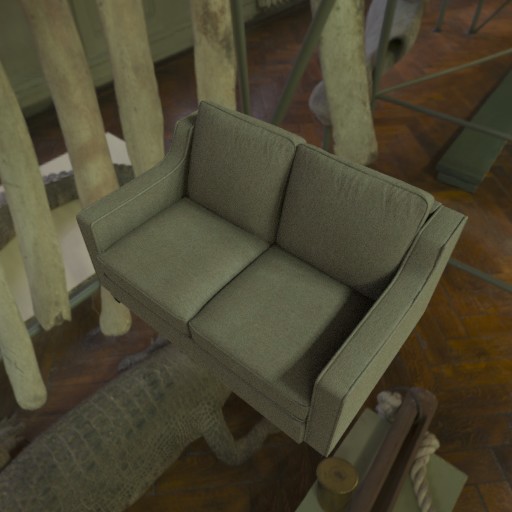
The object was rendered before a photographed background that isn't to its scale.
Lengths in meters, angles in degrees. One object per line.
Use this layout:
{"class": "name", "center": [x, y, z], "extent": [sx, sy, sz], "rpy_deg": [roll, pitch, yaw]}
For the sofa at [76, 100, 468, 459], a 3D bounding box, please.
{"class": "sofa", "center": [0.000, 0.000, 2.152], "extent": [1.503, 0.981, 0.985], "rpy_deg": [30, 53, 26]}
